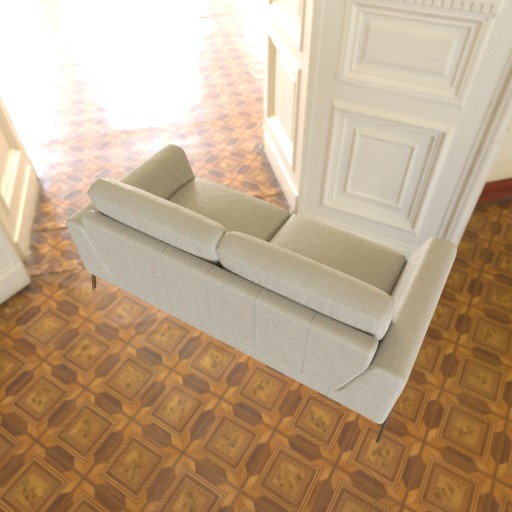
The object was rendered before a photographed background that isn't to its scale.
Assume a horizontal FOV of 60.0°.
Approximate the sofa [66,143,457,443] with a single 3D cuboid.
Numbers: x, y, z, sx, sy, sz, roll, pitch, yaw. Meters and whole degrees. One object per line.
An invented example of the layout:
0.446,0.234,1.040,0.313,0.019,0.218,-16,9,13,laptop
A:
0.000,0.000,2.593,2.017,0.875,0.953,23,51,21,sofa
